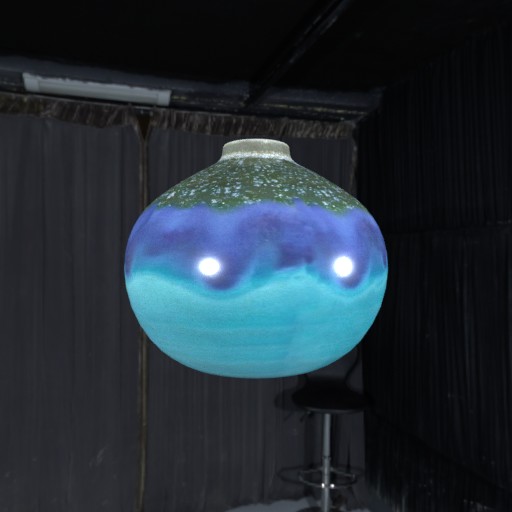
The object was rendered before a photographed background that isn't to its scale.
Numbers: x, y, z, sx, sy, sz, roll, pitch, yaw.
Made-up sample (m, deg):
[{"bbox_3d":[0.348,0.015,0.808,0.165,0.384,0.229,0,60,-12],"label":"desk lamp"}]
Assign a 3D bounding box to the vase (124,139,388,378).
[{"bbox_3d":[0.000,0.000,0.270,0.154,0.133,0.154,0,0,0],"label":"vase"}]
